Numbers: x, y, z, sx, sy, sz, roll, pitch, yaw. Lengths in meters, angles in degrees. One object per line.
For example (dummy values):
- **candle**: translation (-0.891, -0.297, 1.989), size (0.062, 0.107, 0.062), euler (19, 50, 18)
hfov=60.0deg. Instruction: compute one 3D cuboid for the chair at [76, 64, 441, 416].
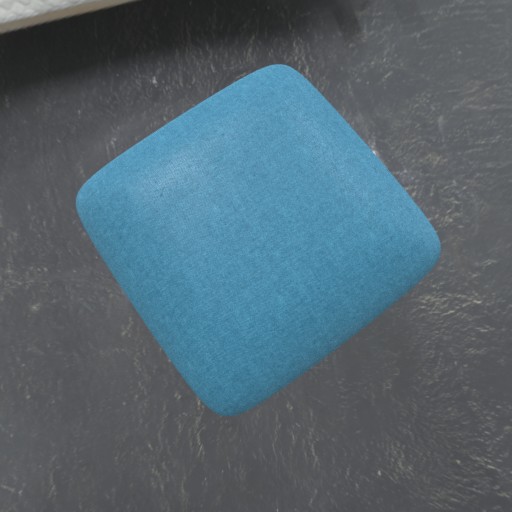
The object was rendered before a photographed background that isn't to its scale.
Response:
- **chair**: translation (0.000, 0.000, 0.722), size (0.360, 0.450, 0.360), euler (-35, 79, -8)
